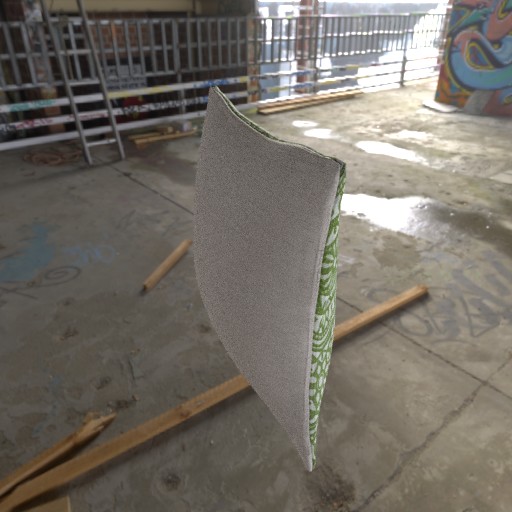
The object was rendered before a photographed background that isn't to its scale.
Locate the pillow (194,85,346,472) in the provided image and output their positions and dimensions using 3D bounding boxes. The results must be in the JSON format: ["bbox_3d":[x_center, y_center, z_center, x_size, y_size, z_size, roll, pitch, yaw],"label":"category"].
[{"bbox_3d":[0.000,0.000,0.658,0.162,0.419,0.440,-10,31,-17],"label":"pillow"}]
